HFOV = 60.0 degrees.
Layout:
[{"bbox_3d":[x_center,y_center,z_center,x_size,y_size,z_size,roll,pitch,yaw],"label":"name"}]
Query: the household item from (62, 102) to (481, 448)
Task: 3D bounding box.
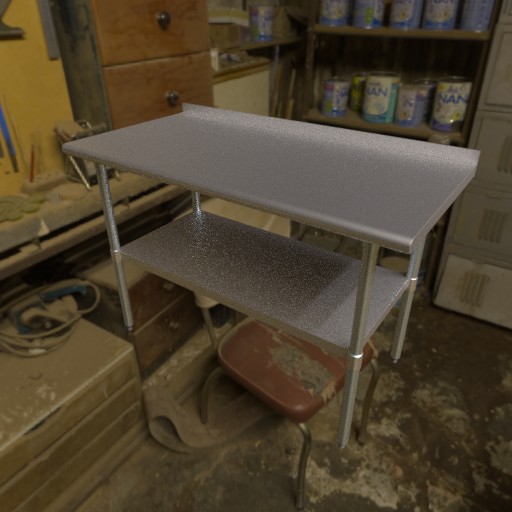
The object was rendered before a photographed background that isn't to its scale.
[{"bbox_3d":[0.000,0.000,1.631,1.219,0.851,0.610,20,36,30],"label":"household item"}]
